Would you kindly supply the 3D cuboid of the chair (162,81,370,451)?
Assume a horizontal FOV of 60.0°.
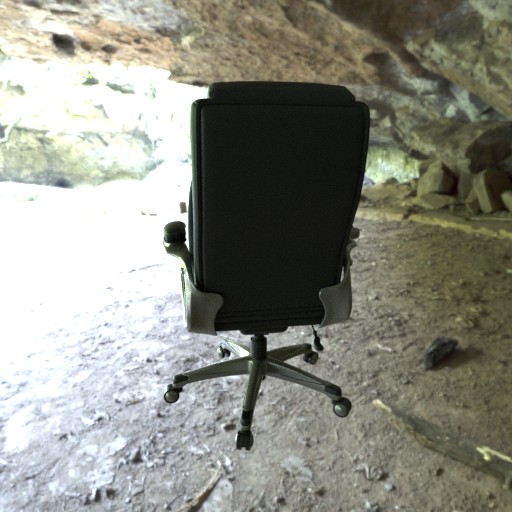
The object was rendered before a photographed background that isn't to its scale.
[{"bbox_3d":[0.000,0.000,1.682,0.741,1.167,0.784,-2,14,-10],"label":"chair"}]
